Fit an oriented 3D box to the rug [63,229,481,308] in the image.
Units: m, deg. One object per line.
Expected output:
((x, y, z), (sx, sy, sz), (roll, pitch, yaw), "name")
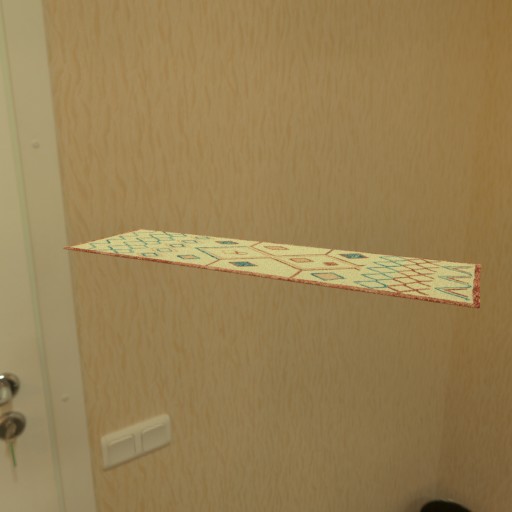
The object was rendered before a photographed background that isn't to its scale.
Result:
((0.000, 0.000, 2.677), (2.435, 0.011, 0.750), (7, 16, 26), "rug")
